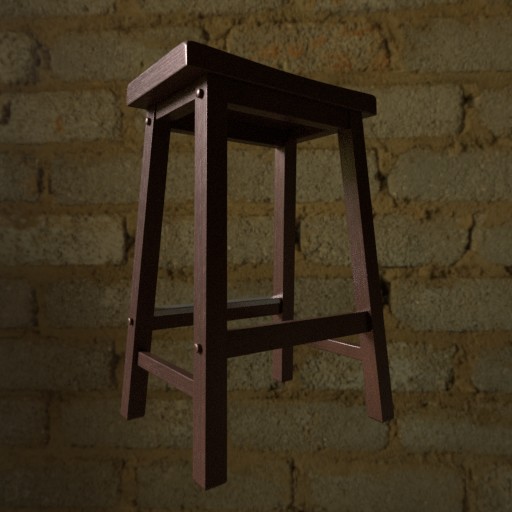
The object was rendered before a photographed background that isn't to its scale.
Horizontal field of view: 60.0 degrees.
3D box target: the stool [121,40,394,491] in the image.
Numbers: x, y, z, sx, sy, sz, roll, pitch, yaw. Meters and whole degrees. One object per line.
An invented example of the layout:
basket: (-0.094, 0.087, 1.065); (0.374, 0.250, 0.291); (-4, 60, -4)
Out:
stool: (0.000, 0.000, 0.827); (0.406, 0.610, 0.322); (-1, 2, -36)
